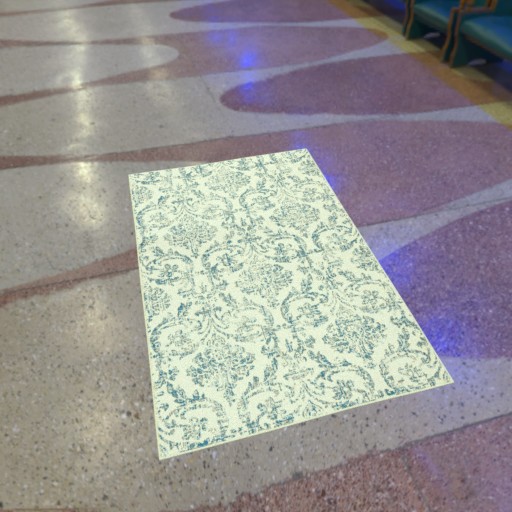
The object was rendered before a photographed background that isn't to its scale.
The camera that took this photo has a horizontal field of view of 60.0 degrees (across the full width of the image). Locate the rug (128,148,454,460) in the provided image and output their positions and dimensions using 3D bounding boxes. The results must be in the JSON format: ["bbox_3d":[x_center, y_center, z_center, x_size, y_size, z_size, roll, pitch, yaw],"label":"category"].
[{"bbox_3d":[0.000,0.000,3.505,1.819,0.018,2.746,-11,47,-10],"label":"rug"}]
